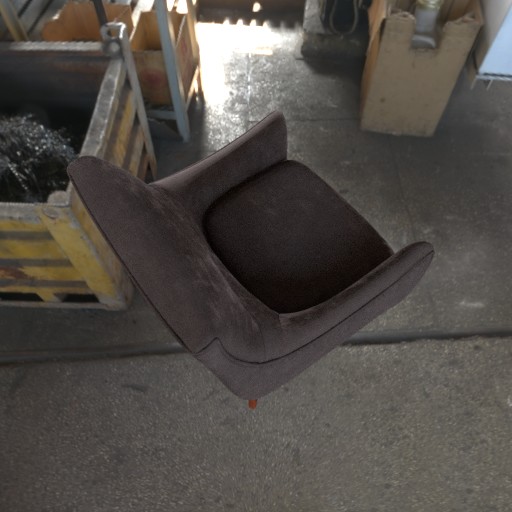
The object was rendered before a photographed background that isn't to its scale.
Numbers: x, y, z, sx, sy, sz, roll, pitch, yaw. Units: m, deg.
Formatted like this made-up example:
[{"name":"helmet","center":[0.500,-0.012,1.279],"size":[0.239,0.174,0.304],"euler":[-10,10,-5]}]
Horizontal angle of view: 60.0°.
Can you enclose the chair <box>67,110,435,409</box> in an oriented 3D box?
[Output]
[{"name":"chair","center":[0.000,0.000,1.442],"size":[0.787,0.838,0.762],"euler":[-32,63,-18]}]
